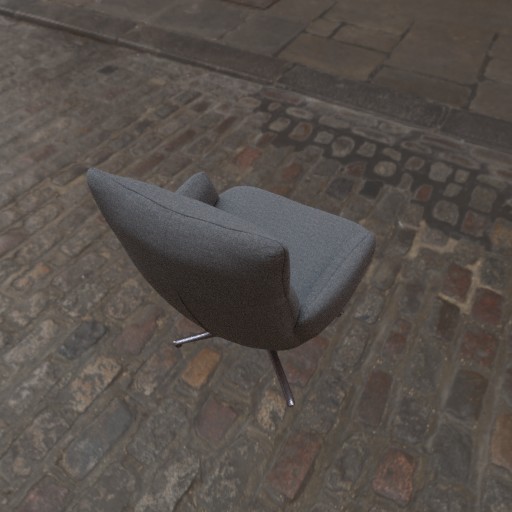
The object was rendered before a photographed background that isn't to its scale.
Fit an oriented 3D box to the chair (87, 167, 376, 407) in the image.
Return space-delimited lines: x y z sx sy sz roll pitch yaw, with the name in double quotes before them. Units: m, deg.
"chair" 0.000 0.000 1.521 0.702 0.984 0.831 22 50 20
